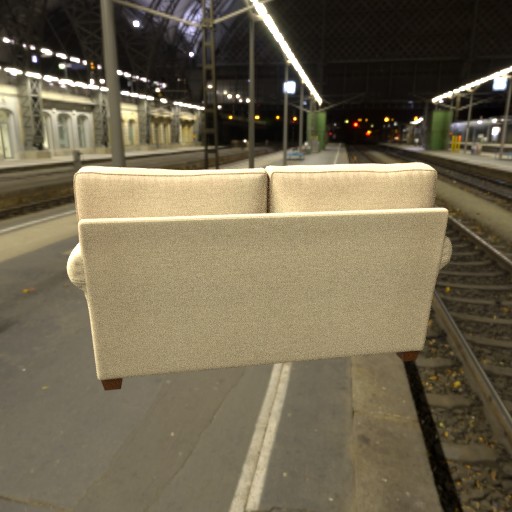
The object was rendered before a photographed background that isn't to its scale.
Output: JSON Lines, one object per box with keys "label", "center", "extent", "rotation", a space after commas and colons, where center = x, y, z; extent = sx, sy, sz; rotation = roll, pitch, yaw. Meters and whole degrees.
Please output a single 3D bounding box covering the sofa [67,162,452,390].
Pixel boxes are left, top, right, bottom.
{"label": "sofa", "center": [0.000, 0.000, 2.307], "extent": [1.701, 0.966, 0.966], "rotation": [-3, 15, -10]}
